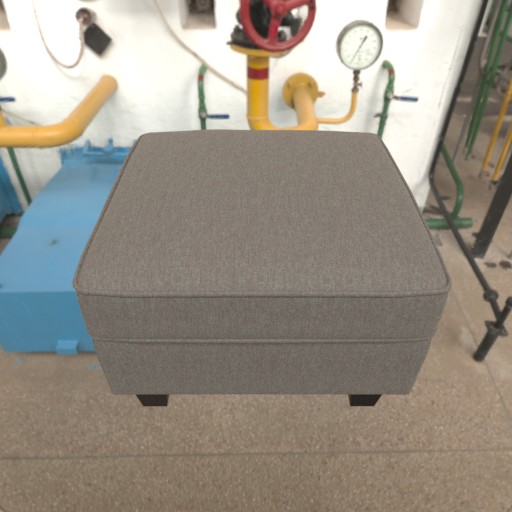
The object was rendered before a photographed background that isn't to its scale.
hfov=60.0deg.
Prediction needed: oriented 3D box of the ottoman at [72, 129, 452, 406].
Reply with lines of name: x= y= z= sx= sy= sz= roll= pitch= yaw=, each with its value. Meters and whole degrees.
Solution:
ottoman: x=0.000 y=0.000 z=1.374 sx=0.871 sy=0.612 sz=0.808 roll=0 pitch=40 yaw=0
